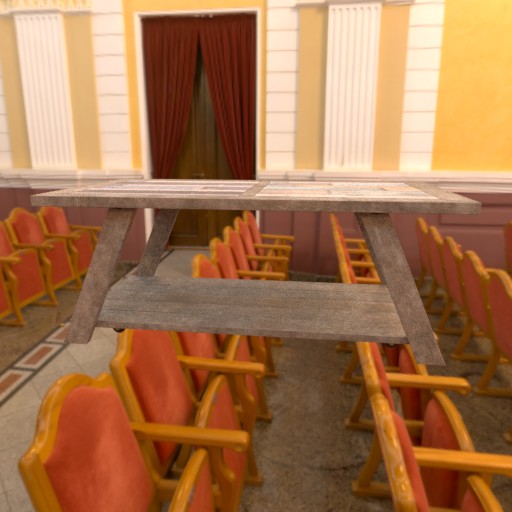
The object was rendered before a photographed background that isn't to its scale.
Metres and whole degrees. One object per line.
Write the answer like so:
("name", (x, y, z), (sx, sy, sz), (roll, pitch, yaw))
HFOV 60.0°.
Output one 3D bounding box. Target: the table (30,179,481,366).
("table", (0.000, 0.000, 1.538), (1.219, 0.470, 0.610), (2, 15, 7))
